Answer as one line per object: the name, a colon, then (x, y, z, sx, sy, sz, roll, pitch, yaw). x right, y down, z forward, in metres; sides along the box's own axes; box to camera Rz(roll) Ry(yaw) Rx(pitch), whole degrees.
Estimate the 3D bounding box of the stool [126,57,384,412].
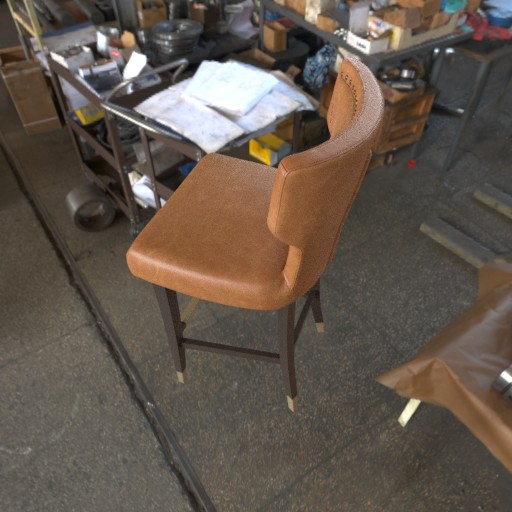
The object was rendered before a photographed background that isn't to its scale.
stool: (0.000, 0.000, 1.381, 0.563, 1.092, 0.526, 16, 49, 15)
